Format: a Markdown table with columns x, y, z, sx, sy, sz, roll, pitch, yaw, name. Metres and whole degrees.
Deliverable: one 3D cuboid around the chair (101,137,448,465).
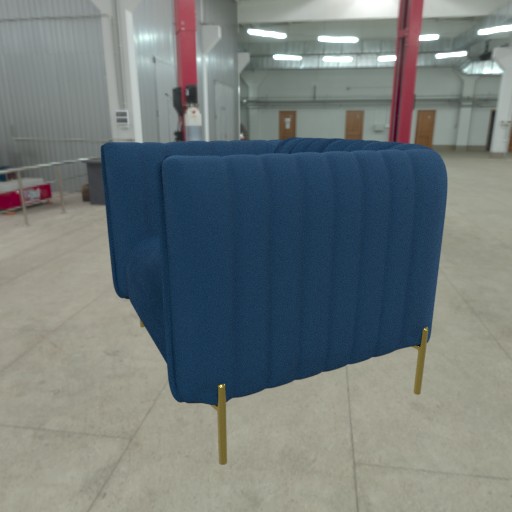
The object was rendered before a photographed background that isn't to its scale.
| x | y | z | sx | sy | sz | roll | pitch | yaw | name |
| --- | --- | --- | --- | --- | --- | --- | --- | --- | --- |
| 0.000 | 0.000 | 1.566 | 0.877 | 0.793 | 0.947 | -8 | 19 | -26 | chair |
